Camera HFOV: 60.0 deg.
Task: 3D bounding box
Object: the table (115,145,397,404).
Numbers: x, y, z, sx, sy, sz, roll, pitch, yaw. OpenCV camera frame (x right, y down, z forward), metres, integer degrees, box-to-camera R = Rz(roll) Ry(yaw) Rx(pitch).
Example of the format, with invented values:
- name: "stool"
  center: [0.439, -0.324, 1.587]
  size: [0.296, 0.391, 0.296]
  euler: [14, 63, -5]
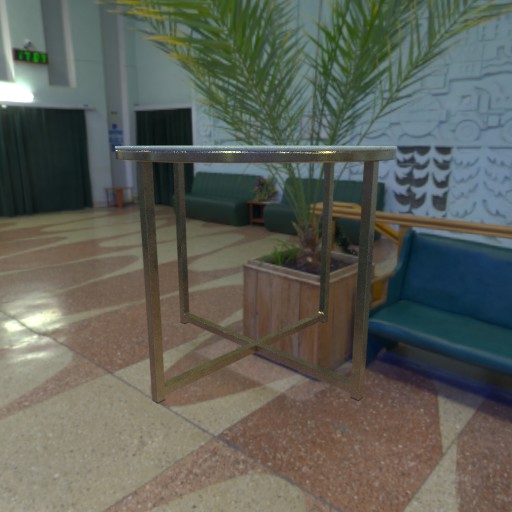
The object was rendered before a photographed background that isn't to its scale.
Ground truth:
- name: "table"
  center: [0.000, 0.000, 0.873]
  size: [0.500, 0.420, 0.500]
  euler: [0, 14, 0]
